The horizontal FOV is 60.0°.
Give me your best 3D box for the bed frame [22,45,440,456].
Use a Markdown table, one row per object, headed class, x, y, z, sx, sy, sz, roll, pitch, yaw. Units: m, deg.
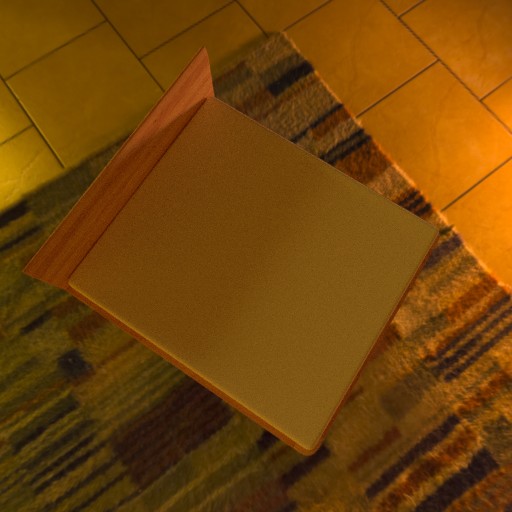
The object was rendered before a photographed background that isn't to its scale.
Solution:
| class | x | y | z | sx | sy | sz | roll | pitch | yaw |
| --- | --- | --- | --- | --- | --- | --- | --- | --- | --- |
| bed frame | 0.000 | 0.000 | 3.130 | 2.092 | 0.940 | 1.872 | 32 | 78 | 8 |
